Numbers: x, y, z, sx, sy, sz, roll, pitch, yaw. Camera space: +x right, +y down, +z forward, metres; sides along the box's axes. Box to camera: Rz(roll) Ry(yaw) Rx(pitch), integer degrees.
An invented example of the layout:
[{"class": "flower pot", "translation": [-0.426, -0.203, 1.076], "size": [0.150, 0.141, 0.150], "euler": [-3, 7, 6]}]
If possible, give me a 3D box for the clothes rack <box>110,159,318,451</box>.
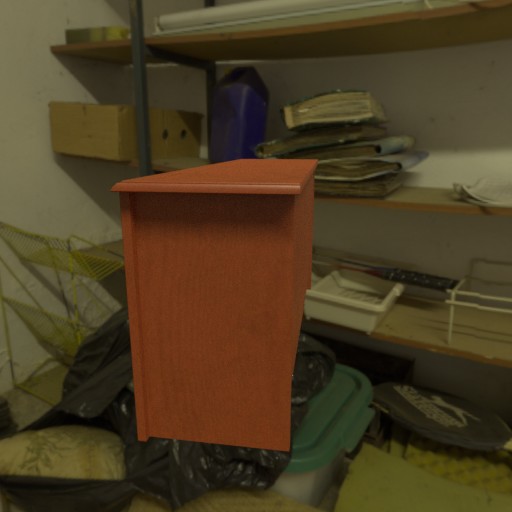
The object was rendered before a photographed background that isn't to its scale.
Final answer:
[{"class": "clothes rack", "translation": [0.000, 0.000, 1.489], "size": [0.362, 0.594, 1.251], "euler": [2, 14, 9]}]
